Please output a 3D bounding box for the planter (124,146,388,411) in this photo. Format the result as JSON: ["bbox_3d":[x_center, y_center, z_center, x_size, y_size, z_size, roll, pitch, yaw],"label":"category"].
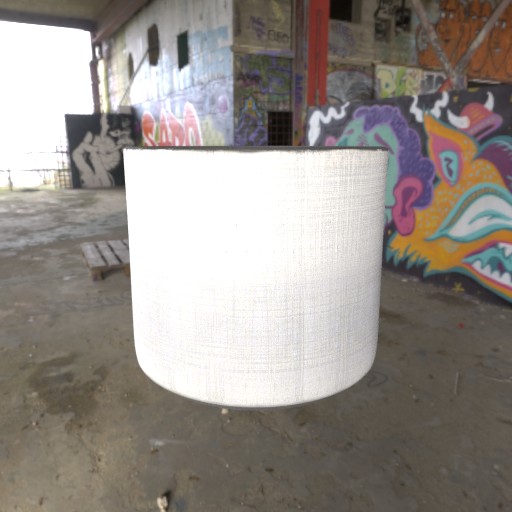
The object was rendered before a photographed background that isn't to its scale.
[{"bbox_3d":[0.000,0.000,0.460,0.254,0.221,0.254,0,14,0],"label":"planter"}]
